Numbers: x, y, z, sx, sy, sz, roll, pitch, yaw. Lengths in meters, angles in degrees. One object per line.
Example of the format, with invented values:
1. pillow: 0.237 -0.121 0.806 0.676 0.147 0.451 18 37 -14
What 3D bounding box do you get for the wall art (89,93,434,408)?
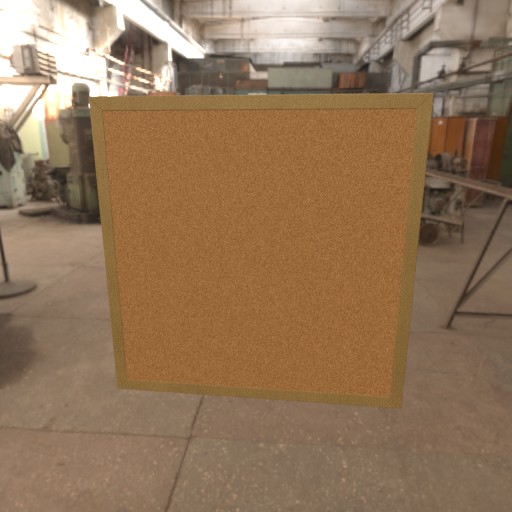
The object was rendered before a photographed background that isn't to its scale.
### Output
1. wall art: 0.000 0.000 0.448 0.305 0.305 0.038 2 16 7
